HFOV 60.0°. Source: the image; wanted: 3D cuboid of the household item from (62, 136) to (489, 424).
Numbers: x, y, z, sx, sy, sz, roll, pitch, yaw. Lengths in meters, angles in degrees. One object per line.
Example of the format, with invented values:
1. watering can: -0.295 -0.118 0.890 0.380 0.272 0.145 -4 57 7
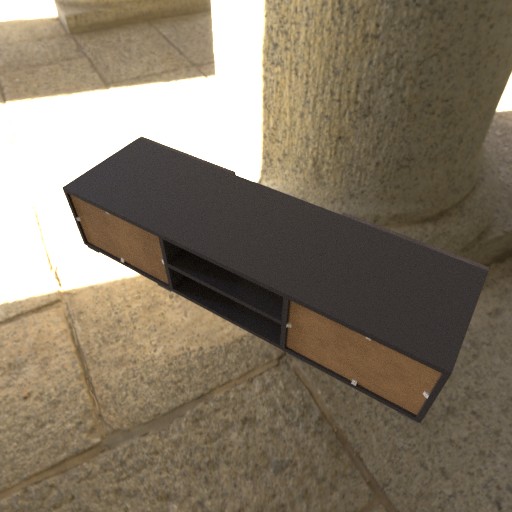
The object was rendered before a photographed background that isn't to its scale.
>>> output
1. household item: 0.000 0.000 1.581 1.400 0.310 0.420 24 51 22
